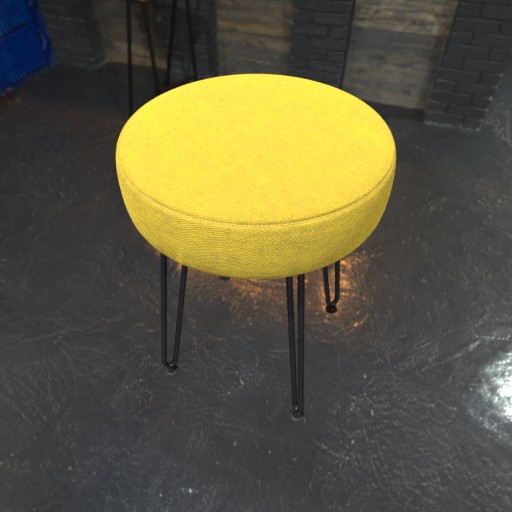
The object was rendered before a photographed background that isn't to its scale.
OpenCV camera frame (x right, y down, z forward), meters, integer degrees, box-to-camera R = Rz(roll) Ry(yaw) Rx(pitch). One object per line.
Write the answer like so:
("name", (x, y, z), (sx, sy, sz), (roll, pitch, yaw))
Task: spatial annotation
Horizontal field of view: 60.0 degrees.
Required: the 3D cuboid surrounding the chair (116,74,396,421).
("chair", (0.000, 0.000, 0.697), (0.345, 0.455, 0.345), (15, 48, 14))
